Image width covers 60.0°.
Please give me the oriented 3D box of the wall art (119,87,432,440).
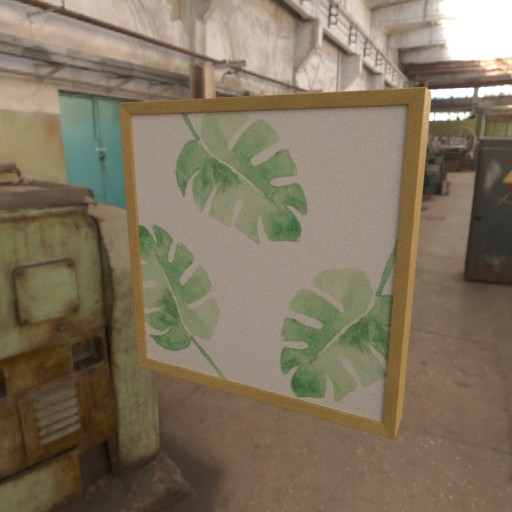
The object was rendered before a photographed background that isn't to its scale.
[{"bbox_3d":[0.000,0.000,0.452,0.305,0.305,0.038,7,16,26],"label":"wall art"}]
